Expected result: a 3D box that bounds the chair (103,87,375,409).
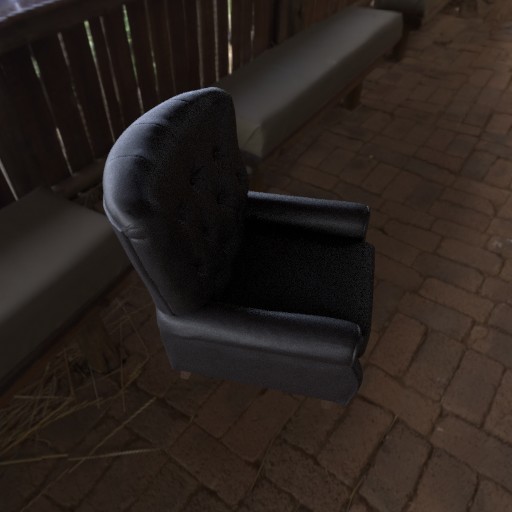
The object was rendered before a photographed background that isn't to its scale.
[{"bbox_3d":[0.000,0.000,1.953,1.058,1.158,0.948,9,46,9],"label":"chair"}]
